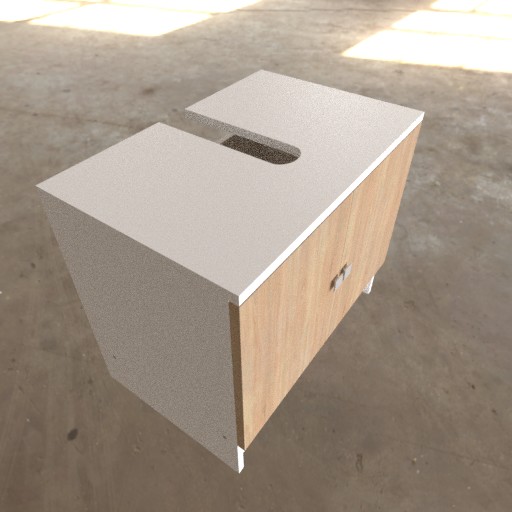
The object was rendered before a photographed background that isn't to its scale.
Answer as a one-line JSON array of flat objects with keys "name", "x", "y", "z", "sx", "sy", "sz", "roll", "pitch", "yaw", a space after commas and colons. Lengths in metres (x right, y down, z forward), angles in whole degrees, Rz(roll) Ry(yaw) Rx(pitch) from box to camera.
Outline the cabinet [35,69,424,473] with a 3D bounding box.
[{"name": "cabinet", "x": 0.000, "y": 0.000, "z": 0.945, "sx": 0.400, "sy": 0.522, "sz": 0.600, "roll": 26, "pitch": 48, "yaw": 25}]
